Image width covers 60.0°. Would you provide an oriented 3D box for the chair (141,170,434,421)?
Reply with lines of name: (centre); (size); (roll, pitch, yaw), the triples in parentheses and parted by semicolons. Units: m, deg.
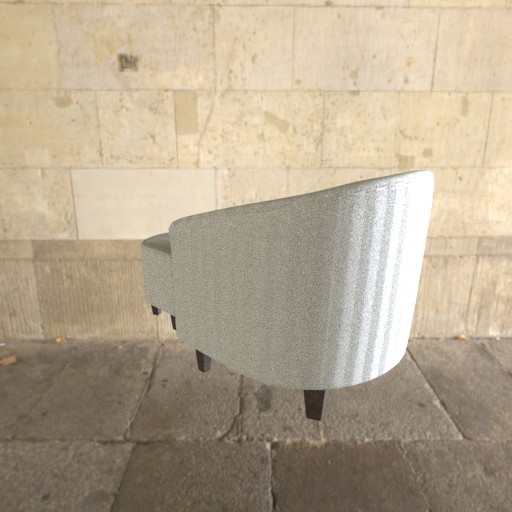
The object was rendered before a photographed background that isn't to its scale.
chair: (0.000, 0.000, 1.759); (0.756, 0.757, 1.288); (-16, 23, -43)
